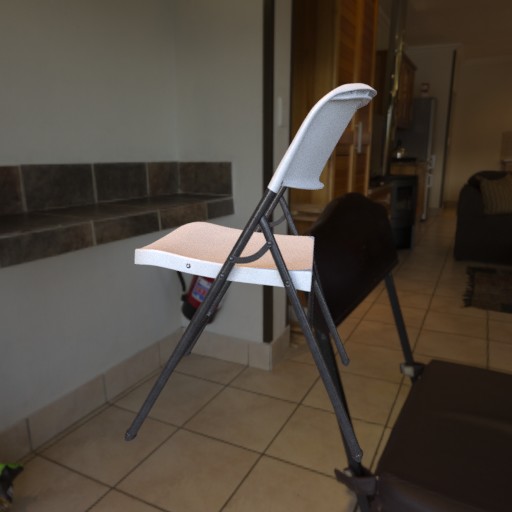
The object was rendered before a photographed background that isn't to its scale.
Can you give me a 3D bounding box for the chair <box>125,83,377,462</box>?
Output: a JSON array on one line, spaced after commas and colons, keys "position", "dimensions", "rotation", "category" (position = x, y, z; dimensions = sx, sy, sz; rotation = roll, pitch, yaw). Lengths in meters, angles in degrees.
[{"position": [0.000, 0.000, 1.160], "dimensions": [0.566, 0.810, 0.494], "rotation": [2, 13, 8], "category": "chair"}]
